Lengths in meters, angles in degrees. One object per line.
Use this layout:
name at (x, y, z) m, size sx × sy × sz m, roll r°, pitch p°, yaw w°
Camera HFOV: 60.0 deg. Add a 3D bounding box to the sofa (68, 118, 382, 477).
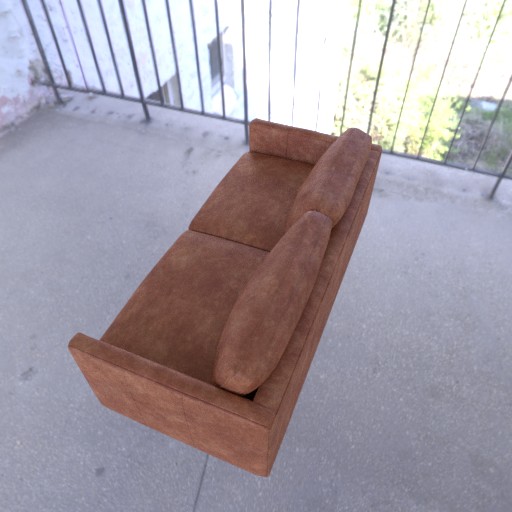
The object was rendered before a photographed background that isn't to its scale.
sofa at (0.000, 0.000, 2.462) m, size 0.923 × 0.863 × 1.971 m, roll 17°, pitch 49°, yaw 15°
